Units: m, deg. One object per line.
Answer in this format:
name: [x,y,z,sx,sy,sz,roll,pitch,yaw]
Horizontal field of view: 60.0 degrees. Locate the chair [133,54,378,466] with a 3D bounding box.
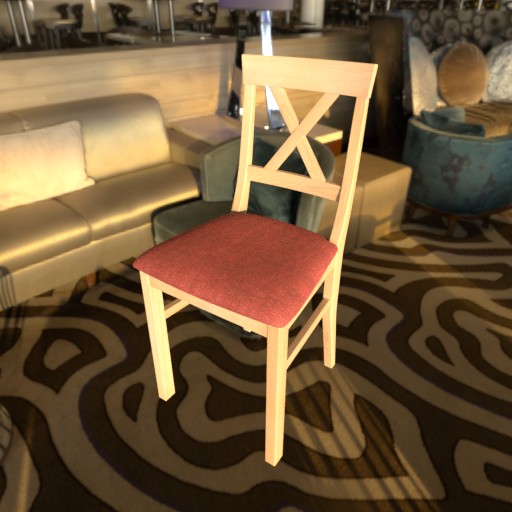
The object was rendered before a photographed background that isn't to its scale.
chair: [0.000,0.000,1.163,0.439,0.912,0.492,19,35,29]
